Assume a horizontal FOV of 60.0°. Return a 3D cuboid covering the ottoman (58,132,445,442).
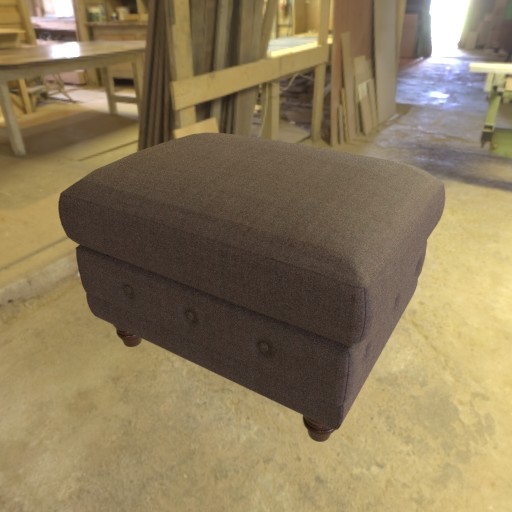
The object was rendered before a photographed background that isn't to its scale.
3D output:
[{"bbox_3d":[0.000,0.000,1.198,0.809,0.555,0.599,17,34,27],"label":"ottoman"}]
